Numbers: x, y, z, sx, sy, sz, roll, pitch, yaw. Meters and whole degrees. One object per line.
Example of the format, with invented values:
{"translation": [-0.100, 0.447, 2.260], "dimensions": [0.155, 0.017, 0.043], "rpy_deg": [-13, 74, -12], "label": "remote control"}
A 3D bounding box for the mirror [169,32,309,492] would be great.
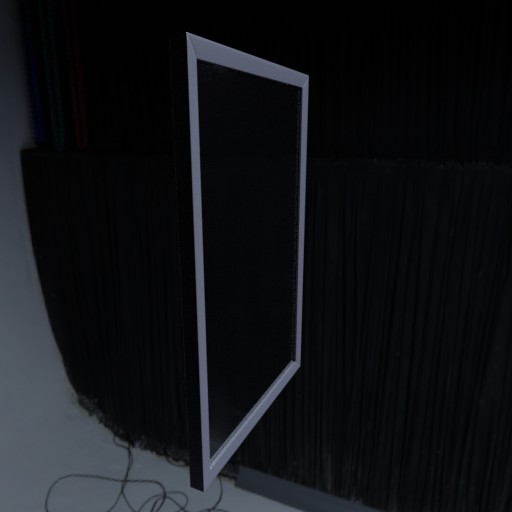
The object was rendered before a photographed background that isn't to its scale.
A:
{"translation": [0.000, 0.000, 1.120], "dimensions": [0.040, 0.915, 0.609], "rpy_deg": [7, 17, 25], "label": "mirror"}
